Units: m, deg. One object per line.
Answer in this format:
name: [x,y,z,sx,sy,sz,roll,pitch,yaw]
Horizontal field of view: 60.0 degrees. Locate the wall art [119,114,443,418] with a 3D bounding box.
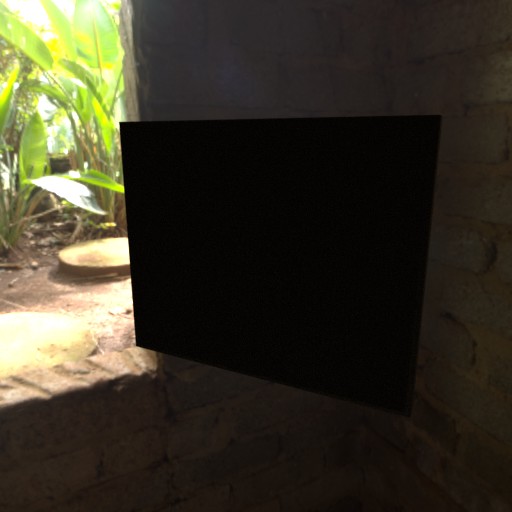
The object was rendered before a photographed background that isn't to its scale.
wall art: [0.000,0.000,0.775,0.559,0.458,0.029,7,16,26]
